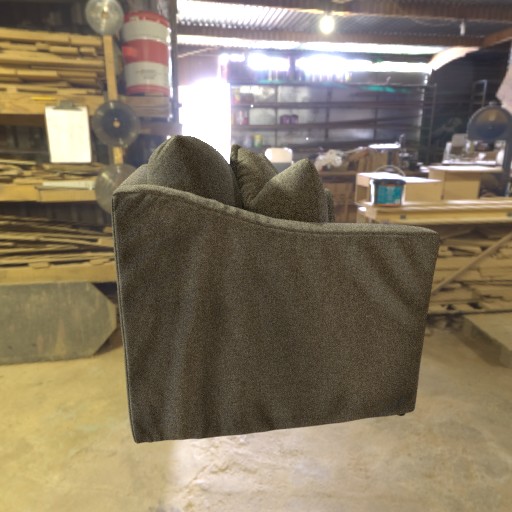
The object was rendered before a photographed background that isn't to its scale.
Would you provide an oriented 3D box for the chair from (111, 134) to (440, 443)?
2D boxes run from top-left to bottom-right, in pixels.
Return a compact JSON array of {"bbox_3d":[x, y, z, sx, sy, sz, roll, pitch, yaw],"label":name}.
[{"bbox_3d":[0.000,0.000,1.996,1.071,1.059,1.194,-3,16,-9],"label":"chair"}]
